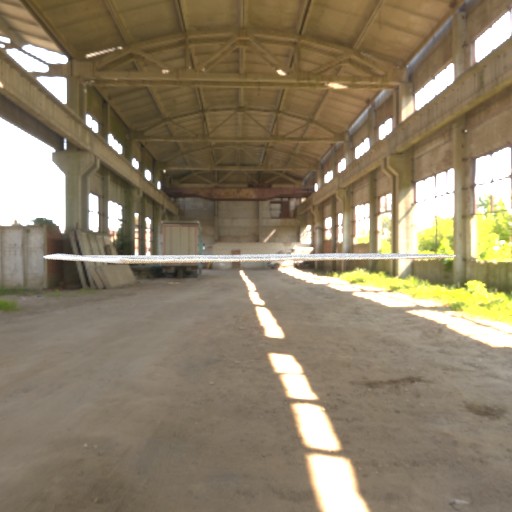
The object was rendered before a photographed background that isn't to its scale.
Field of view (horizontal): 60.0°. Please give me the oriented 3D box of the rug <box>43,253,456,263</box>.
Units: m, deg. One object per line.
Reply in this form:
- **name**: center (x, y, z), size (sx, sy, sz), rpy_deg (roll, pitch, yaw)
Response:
- **rug**: center (0.000, 0.000, 3.085), size (2.447, 0.036, 1.537), rpy_deg (0, 1, -36)
